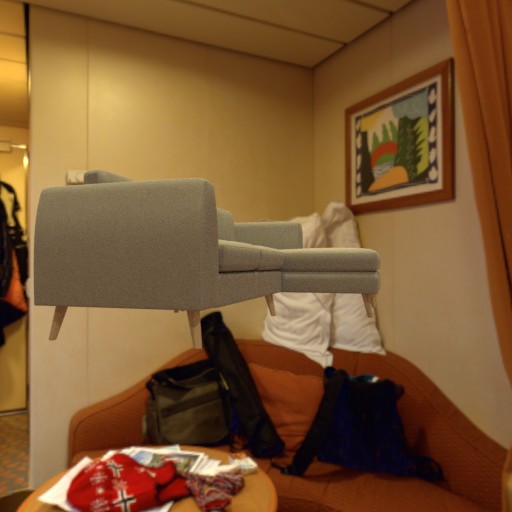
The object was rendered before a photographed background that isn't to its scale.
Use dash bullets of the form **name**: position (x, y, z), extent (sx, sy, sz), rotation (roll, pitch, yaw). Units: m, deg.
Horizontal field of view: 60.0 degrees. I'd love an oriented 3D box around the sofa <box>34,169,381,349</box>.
- **sofa**: position (0.000, 0.000, 3.011), extent (1.580, 0.860, 2.300), rotation (0, -1, 17)
